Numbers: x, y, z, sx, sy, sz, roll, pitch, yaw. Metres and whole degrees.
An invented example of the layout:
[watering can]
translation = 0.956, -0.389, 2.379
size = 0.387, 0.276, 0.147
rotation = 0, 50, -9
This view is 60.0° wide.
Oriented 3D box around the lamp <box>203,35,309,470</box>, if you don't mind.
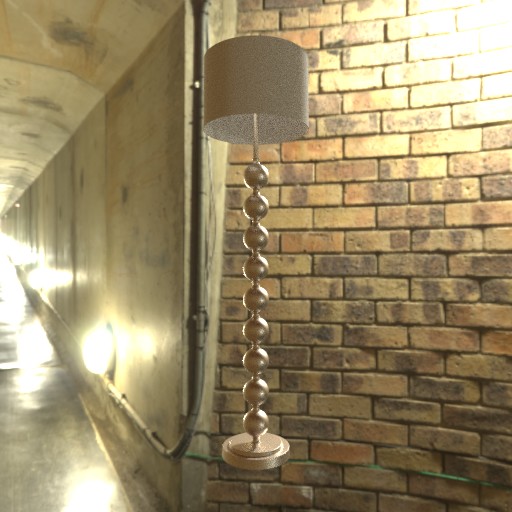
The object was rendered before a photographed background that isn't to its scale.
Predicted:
[lamp]
translation = 0.000, 0.000, 1.658
size = 0.394, 1.474, 0.394
rotation = 0, -1, 1
